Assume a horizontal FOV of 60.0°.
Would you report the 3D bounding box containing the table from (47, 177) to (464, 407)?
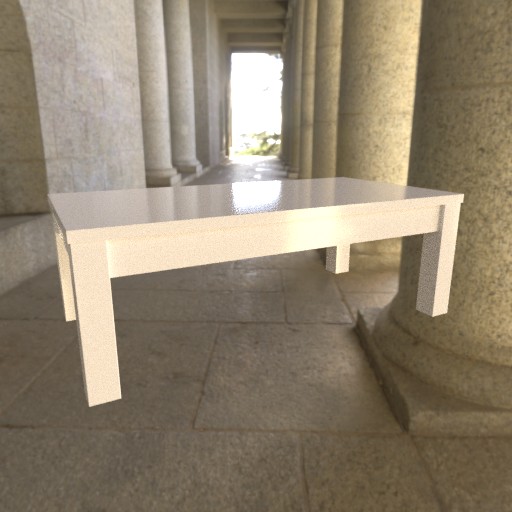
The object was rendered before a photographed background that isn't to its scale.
[{"bbox_3d":[0.000,0.000,1.680,1.350,0.470,0.700,-8,18,-26],"label":"table"}]
